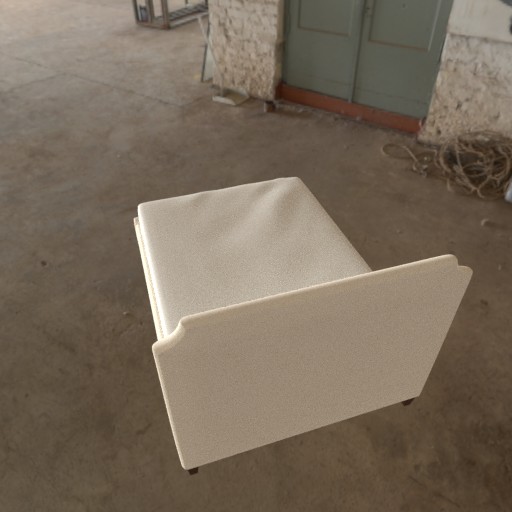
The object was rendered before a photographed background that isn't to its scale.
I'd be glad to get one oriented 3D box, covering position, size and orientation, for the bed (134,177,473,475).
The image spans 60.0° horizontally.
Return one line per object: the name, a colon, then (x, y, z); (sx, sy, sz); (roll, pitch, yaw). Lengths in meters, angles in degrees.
bed: (0.000, 0.000, 3.379); (1.712, 1.443, 2.365); (-12, 42, -14)
